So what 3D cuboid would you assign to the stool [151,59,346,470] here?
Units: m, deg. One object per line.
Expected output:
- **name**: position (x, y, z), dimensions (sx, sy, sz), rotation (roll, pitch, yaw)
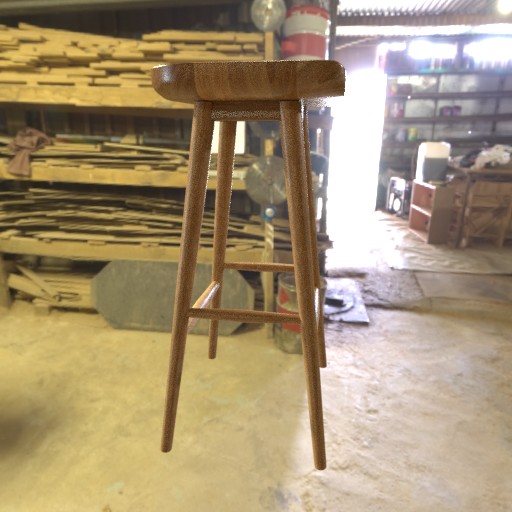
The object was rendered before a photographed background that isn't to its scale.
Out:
- **stool**: position (0.000, 0.000, 0.923), dimensions (0.322, 0.698, 0.407), rotation (3, 17, 8)
